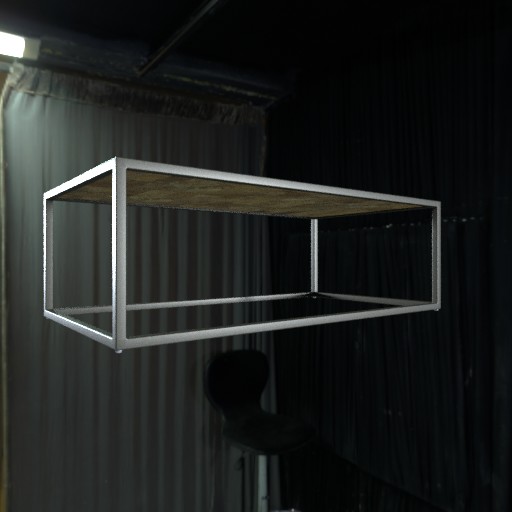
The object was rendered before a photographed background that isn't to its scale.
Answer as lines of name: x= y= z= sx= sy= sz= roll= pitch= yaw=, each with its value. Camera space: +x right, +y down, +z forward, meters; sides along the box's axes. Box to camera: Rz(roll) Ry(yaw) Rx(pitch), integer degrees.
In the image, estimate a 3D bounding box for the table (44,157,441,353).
table: x=0.000 y=0.000 z=1.512 sx=1.199 sy=0.398 sz=0.649 roll=0 pitch=0 yaw=-37
